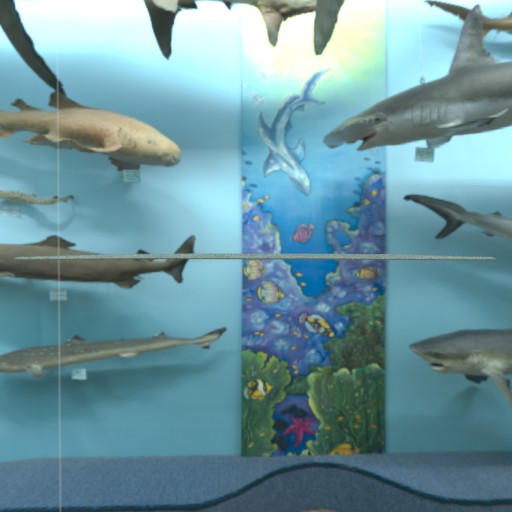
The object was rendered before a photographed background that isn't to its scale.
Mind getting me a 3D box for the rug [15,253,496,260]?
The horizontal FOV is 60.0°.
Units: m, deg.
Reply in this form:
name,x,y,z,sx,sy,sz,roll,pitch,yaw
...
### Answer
name,x,y,z,sx,sy,sz,roll,pitch,yaw
rug,0.000,0.000,2.285,1.830,0.016,1.224,0,1,1
